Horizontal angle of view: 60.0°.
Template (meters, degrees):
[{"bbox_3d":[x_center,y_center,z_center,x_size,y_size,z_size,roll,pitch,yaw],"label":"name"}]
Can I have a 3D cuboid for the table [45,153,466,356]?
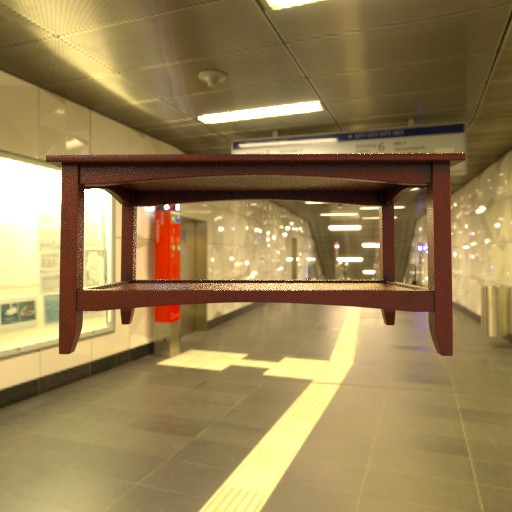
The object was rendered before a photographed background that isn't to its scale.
[{"bbox_3d":[0.000,0.000,1.256,0.943,0.456,0.533,0,0,1],"label":"table"}]
